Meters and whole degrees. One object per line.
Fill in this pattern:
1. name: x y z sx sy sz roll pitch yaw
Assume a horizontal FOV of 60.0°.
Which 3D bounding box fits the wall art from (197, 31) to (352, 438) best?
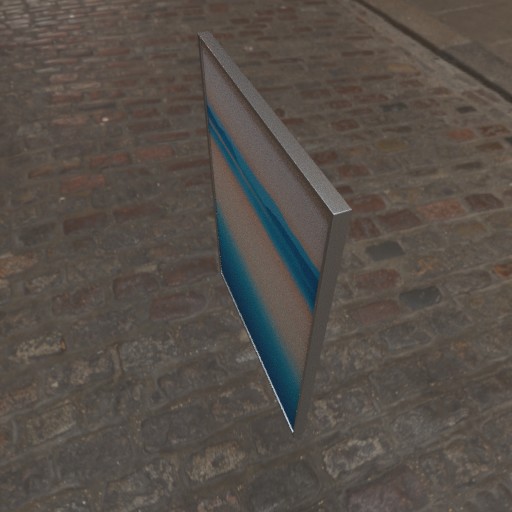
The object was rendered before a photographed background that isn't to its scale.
1. wall art: 0.000 0.000 1.395 0.037 1.062 0.801 -17 50 -14
